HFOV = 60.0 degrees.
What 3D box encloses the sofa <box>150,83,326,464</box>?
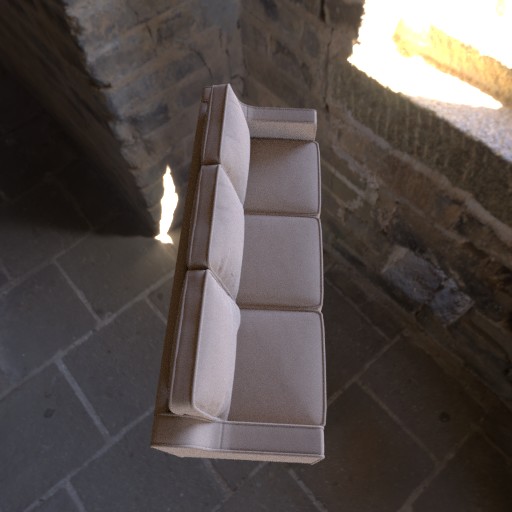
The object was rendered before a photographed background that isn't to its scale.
[{"bbox_3d":[0.000,0.000,2.573,0.791,0.902,2.131,2,62,1],"label":"sofa"}]
